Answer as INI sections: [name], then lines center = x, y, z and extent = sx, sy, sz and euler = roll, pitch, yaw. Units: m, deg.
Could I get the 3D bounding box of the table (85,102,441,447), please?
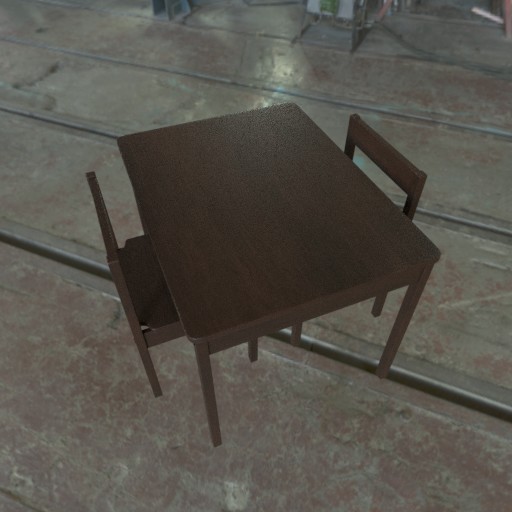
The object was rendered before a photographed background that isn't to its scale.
[table]
center = 0.000, 0.000, 1.121
extent = 0.672, 0.503, 0.650
euler = -17, 48, -15
